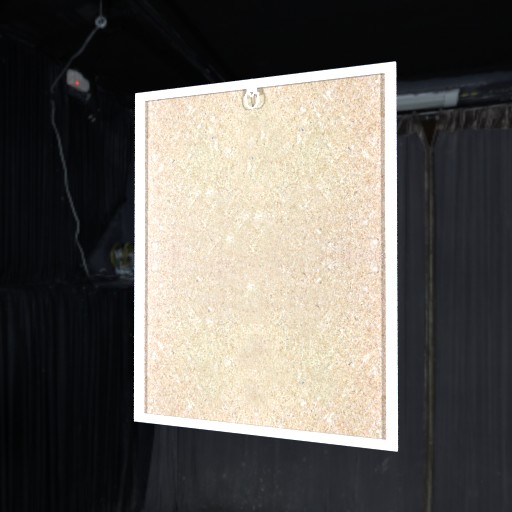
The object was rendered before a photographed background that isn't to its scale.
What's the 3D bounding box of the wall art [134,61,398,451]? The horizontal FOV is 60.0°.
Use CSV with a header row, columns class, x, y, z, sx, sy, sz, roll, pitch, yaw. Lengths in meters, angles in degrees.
class,x,y,z,sx,sy,sz,roll,pitch,yaw
wall art,0.000,0.000,1.330,0.805,1.056,0.042,0,-1,17
